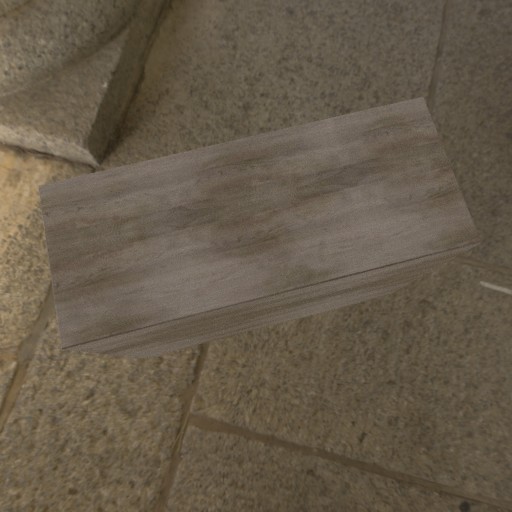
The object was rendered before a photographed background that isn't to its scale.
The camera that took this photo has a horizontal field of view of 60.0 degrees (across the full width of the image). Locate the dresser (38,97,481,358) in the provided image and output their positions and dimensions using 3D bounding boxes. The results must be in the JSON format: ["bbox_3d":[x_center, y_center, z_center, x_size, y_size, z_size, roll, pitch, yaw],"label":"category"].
[{"bbox_3d":[0.000,0.000,1.456,0.994,0.816,0.404,-14,76,-4],"label":"dresser"}]
